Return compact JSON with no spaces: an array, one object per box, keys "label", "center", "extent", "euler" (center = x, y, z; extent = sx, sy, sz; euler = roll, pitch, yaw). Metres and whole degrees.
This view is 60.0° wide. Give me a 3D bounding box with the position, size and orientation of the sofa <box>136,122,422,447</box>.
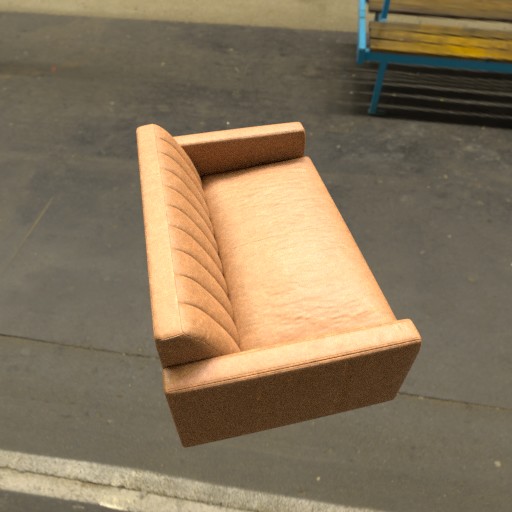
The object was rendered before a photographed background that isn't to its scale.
[{"label":"sofa","center":[0.000,0.000,2.184],"extent":[0.960,0.820,1.549],"euler":[-10,48,-9]}]
